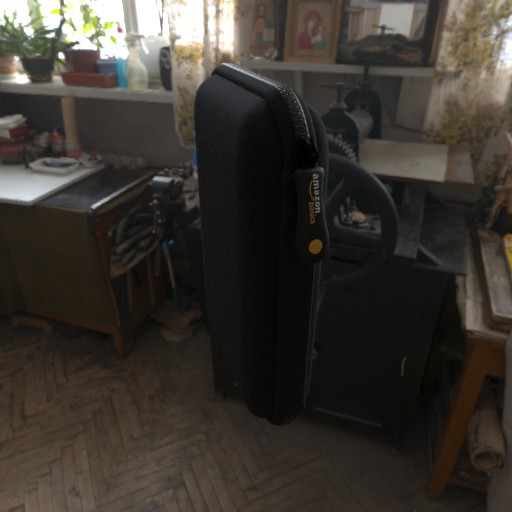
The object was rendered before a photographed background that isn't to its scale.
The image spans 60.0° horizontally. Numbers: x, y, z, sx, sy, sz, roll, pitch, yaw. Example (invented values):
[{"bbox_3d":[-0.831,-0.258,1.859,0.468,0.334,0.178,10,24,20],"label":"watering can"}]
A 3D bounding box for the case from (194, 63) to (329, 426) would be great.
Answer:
[{"bbox_3d":[0.000,0.000,0.193,0.030,0.147,0.107,-10,32,-17],"label":"case"}]
